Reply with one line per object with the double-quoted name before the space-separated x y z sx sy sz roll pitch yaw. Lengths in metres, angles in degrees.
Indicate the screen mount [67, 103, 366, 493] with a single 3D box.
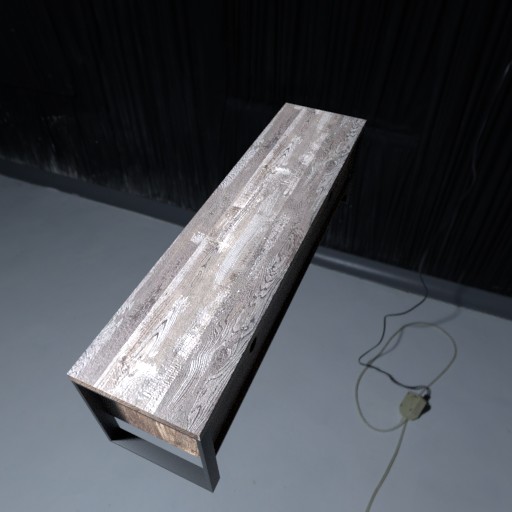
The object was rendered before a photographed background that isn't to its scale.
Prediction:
"screen mount" 0.000 0.000 1.713 0.395 0.450 1.524 18 50 16
